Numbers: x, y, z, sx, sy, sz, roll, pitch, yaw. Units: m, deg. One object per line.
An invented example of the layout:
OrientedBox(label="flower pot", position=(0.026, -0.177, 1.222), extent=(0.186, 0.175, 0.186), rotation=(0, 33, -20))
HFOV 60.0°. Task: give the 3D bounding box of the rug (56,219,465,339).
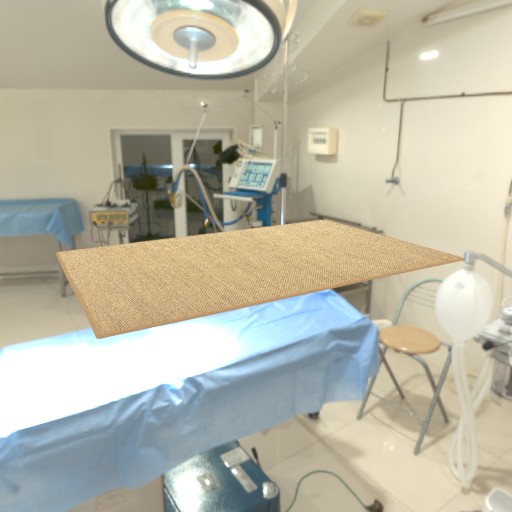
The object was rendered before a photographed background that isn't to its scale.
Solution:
OrientedBox(label="rug", position=(0.000, 0.000, 2.126), extent=(1.668, 0.012, 1.061), rotation=(-9, 18, -28))
